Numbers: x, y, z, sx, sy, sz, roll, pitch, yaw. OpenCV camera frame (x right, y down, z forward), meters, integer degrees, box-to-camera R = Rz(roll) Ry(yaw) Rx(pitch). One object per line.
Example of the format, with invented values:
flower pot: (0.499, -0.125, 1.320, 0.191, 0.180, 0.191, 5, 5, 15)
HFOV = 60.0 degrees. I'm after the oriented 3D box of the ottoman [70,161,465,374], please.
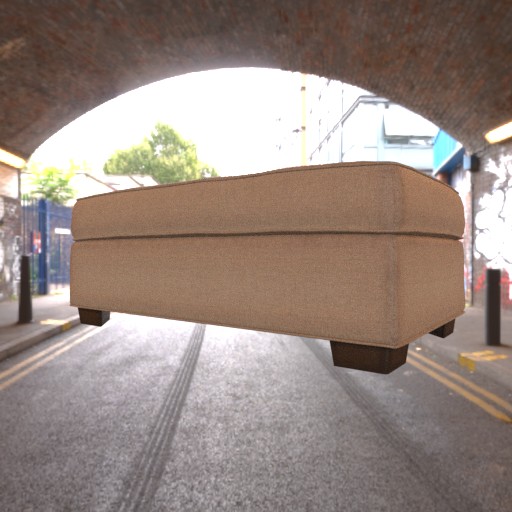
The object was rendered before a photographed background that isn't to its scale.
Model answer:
ottoman: (0.000, 0.000, 1.382, 1.097, 0.448, 0.617, 0, 1, 36)
